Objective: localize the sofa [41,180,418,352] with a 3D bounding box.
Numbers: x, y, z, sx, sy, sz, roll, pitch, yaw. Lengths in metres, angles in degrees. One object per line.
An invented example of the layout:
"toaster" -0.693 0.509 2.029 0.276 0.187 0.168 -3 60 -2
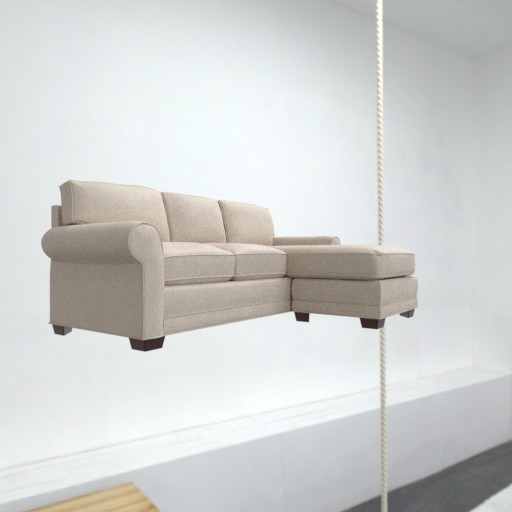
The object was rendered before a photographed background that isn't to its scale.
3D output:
"sofa" 0.000 0.000 2.370 1.226 0.734 1.770 0 0 37
